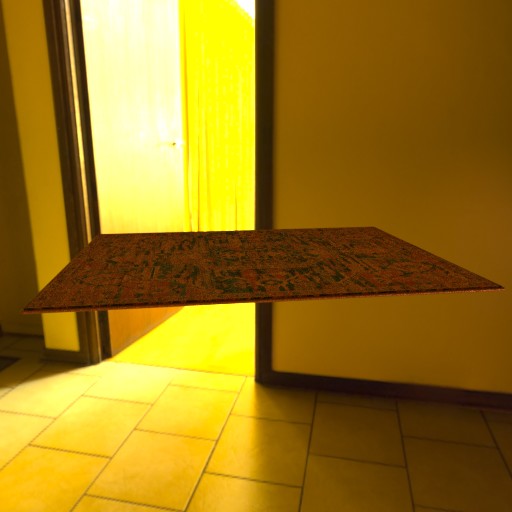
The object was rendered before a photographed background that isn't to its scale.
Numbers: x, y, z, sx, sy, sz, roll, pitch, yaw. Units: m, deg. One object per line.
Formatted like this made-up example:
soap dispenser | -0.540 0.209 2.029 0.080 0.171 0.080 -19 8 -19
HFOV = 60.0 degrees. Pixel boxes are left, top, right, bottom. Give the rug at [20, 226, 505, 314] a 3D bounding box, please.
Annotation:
rug | 0.000 0.000 2.744 2.204 0.024 1.588 -2 15 -8
